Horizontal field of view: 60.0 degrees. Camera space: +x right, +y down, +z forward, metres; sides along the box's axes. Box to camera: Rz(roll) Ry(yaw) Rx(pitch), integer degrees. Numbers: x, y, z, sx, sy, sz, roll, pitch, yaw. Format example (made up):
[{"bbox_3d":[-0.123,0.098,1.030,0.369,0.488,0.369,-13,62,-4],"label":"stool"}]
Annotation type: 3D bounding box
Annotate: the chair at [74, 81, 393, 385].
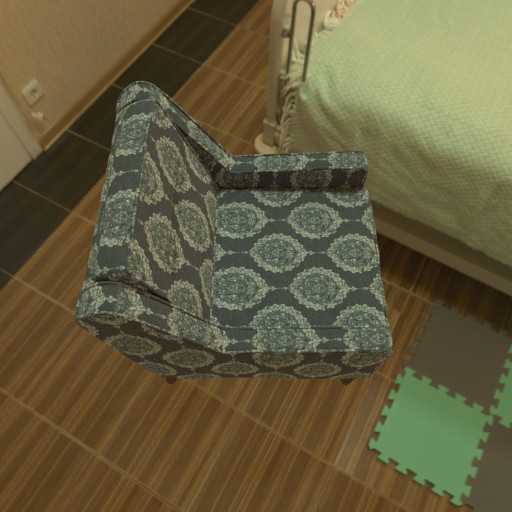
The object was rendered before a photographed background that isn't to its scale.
[{"bbox_3d":[0.000,0.000,1.332,0.743,0.792,0.663,0,63,0],"label":"chair"}]
